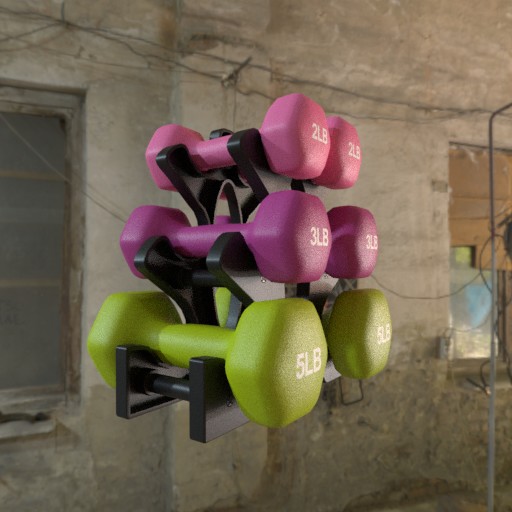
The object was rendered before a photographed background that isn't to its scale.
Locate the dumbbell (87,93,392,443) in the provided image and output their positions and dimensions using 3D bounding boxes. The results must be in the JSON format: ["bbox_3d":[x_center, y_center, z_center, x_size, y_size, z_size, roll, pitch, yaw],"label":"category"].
[{"bbox_3d":[0.000,0.000,0.435,0.203,0.261,0.257,-1,-1,35],"label":"dumbbell"}]
